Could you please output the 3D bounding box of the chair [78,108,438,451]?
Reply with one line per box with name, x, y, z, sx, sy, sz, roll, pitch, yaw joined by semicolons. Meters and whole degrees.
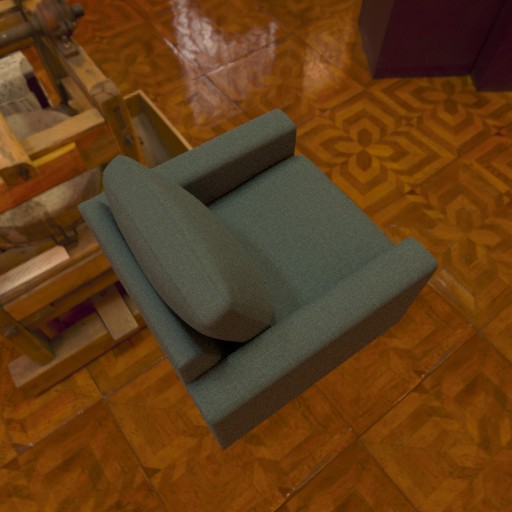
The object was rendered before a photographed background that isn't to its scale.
chair;0.000;0.000;1.866;1.038;1.010;1.024;-31;64;-17
